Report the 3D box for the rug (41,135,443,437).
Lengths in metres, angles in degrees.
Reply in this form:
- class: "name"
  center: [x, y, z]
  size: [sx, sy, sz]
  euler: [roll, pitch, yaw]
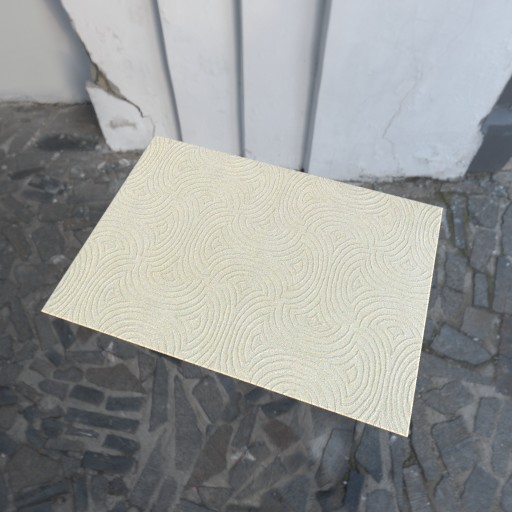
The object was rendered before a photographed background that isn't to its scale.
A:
- class: "rug"
  center: [0.000, 0.000, 2.785]
  size: [2.132, 0.015, 1.526]
  euler: [16, 60, 10]
